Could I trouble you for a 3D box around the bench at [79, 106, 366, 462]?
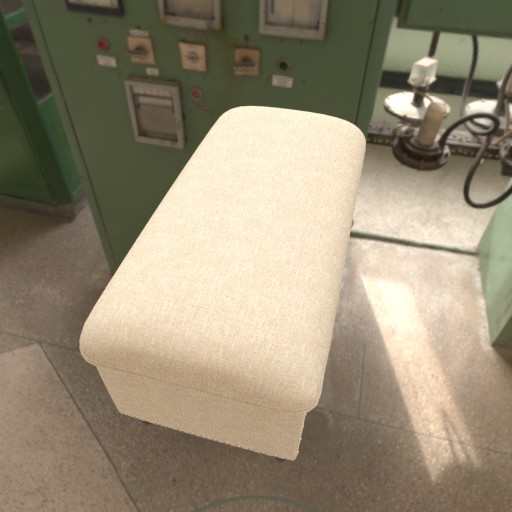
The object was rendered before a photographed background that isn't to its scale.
[{"bbox_3d":[0.000,0.000,1.241,0.483,0.483,0.991,11,47,11],"label":"bench"}]
